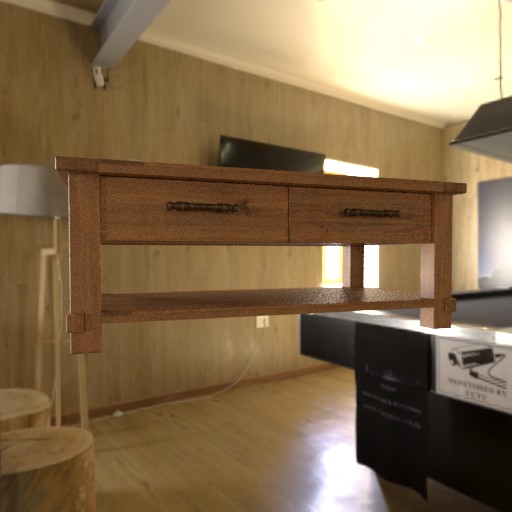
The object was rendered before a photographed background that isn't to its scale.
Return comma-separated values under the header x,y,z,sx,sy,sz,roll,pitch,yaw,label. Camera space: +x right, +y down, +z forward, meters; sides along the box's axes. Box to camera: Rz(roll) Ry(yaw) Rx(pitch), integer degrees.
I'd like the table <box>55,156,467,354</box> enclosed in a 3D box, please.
x,y,z,sx,sy,sz,roll,pitch,yaw,label
0.000,0.000,1.608,1.270,0.494,0.693,0,0,-19,table
